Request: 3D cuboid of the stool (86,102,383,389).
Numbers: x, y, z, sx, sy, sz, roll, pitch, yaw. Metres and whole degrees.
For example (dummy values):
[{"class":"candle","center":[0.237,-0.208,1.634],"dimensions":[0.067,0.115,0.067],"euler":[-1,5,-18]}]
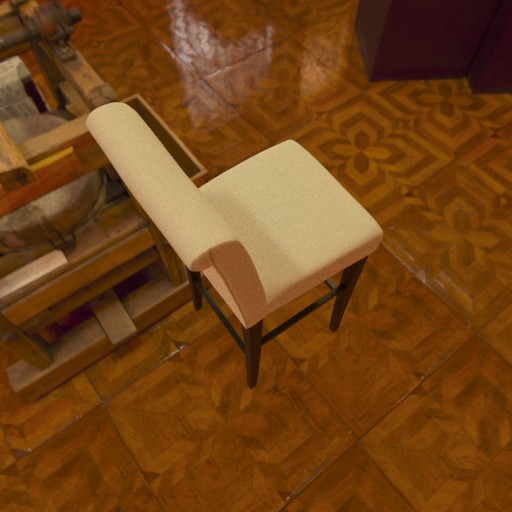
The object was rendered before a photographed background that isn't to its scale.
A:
[{"class":"stool","center":[0.000,0.000,1.407],"dimensions":[0.597,1.124,0.452],"euler":[-31,64,-17]}]
